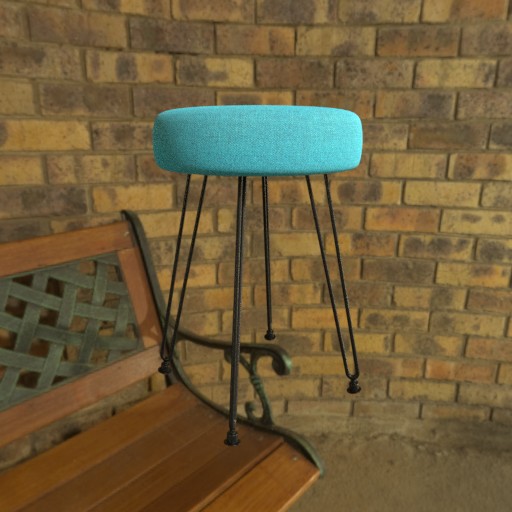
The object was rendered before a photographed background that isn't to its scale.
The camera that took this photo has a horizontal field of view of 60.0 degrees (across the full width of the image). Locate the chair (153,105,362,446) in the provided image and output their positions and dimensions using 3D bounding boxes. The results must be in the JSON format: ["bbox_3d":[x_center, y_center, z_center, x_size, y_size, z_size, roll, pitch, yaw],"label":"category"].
[{"bbox_3d":[0.000,0.000,0.697,0.350,0.440,0.350,3,16,10],"label":"chair"}]
